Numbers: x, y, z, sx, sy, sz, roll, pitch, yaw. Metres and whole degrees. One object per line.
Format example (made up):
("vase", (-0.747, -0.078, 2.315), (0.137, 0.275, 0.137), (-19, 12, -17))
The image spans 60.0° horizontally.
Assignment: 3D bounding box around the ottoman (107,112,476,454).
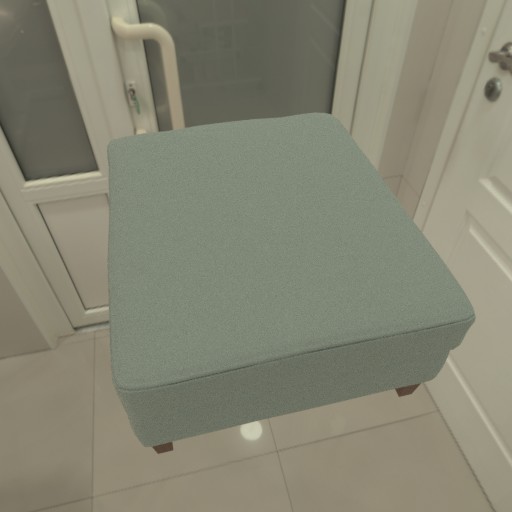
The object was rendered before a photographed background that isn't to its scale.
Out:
("ottoman", (0.000, 0.000, 1.411), (0.842, 0.494, 0.991), (-10, 47, -9))
